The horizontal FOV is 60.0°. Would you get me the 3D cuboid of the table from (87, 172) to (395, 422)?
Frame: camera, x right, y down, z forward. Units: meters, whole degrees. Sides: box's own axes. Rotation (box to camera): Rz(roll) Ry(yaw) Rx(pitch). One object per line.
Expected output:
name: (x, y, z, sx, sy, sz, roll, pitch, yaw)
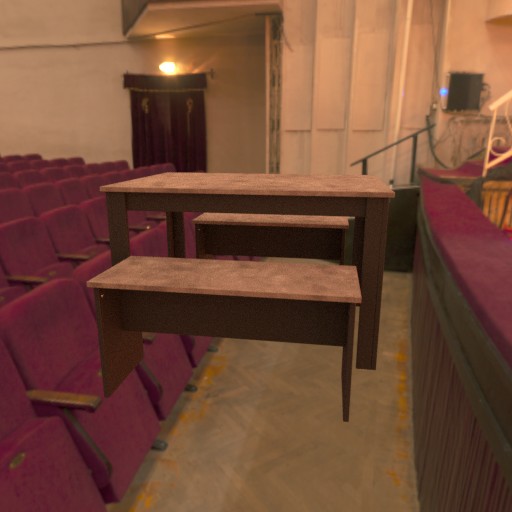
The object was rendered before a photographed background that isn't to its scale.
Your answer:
table: (0.000, 0.000, 2.065, 1.100, 0.700, 1.443, 2, 15, 9)
